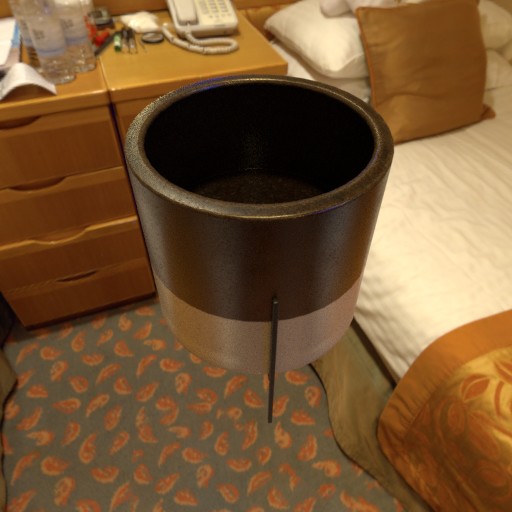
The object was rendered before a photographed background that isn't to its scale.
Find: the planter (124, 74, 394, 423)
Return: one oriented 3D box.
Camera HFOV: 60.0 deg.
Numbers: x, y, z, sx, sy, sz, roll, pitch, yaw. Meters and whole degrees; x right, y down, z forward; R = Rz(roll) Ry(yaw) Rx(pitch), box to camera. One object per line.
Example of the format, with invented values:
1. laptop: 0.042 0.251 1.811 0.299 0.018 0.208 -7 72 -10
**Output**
1. planter: 0.000 0.000 0.736 0.354 0.465 0.345 17 48 16
